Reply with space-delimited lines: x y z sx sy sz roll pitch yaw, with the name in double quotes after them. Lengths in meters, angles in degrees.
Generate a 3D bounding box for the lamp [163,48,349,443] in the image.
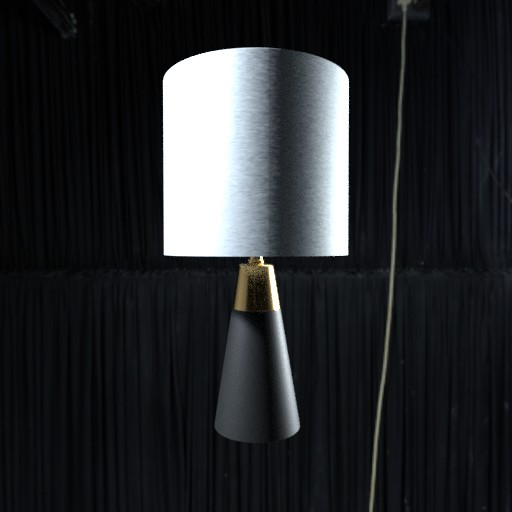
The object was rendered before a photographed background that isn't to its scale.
0.000 0.000 0.758 0.308 0.580 0.308 0 1 -1 "lamp"
